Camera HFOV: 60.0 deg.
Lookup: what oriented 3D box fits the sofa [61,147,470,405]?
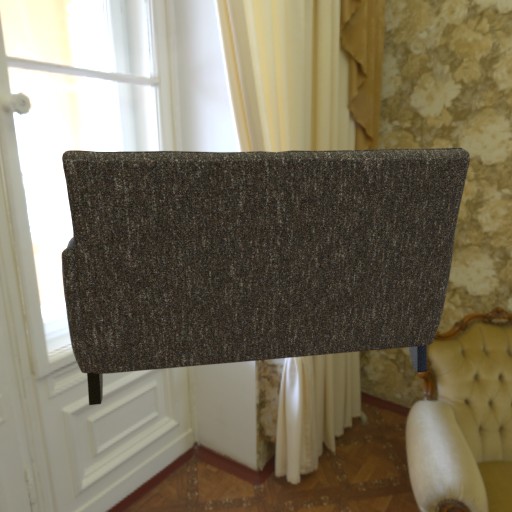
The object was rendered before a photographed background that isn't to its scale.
[{"bbox_3d":[0.000,0.000,1.974,1.519,0.946,0.801,-3,15,-10],"label":"sofa"}]
